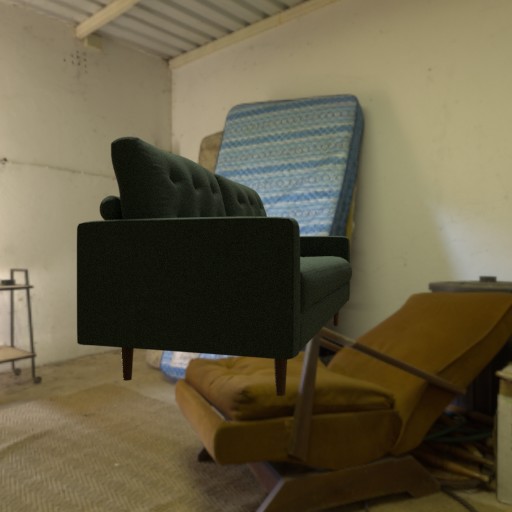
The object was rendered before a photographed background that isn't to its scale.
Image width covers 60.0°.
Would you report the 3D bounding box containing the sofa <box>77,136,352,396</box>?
[{"bbox_3d":[0.000,0.000,2.599,0.966,1.050,2.010,0,0,17],"label":"sofa"}]
